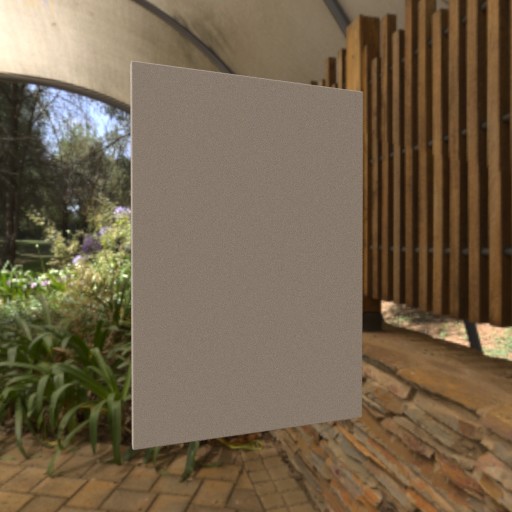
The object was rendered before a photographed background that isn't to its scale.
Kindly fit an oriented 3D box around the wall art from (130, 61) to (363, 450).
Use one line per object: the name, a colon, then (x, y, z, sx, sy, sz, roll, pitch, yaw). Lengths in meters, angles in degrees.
wall art: (0.000, 0.000, 1.026, 0.556, 0.813, 0.026, 0, 1, -19)
